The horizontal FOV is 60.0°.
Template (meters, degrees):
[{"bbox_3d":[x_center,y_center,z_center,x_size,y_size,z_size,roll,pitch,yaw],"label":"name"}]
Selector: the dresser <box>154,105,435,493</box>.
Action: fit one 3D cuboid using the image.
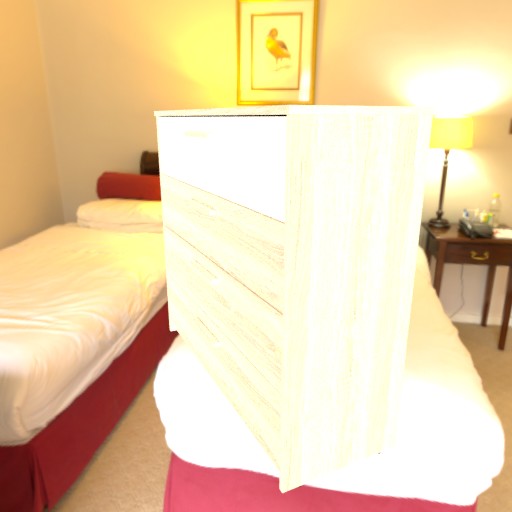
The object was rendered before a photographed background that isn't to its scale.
[{"bbox_3d":[0.000,0.000,1.435,0.380,0.900,0.980,-8,19,-25],"label":"dresser"}]
